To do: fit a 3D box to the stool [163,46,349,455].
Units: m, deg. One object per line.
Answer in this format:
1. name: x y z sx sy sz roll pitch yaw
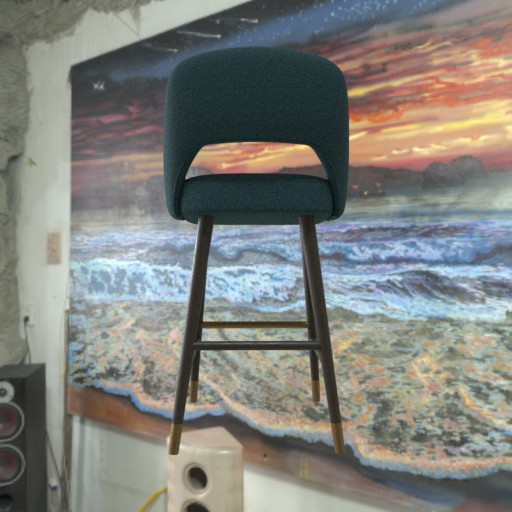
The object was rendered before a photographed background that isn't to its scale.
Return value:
1. stool: 0.000 0.000 1.333 0.536 1.032 0.522 0 0 -1
